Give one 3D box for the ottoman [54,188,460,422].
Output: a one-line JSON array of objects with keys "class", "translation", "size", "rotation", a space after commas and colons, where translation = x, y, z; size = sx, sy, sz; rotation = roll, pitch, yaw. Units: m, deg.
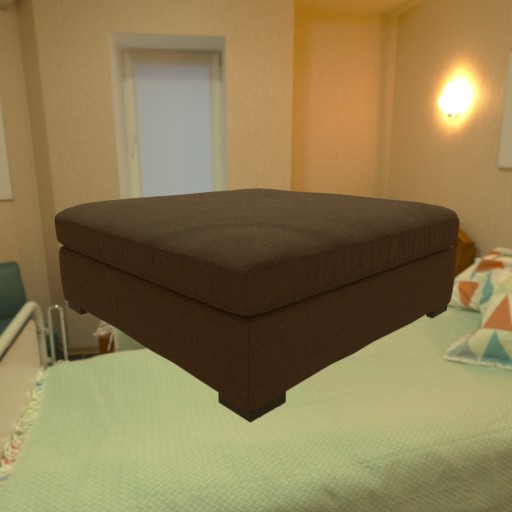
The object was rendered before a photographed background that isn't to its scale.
[{"class": "ottoman", "translation": [0.000, 0.000, 1.809], "size": [1.181, 0.470, 1.181], "rotation": [-13, 19, -42]}]
